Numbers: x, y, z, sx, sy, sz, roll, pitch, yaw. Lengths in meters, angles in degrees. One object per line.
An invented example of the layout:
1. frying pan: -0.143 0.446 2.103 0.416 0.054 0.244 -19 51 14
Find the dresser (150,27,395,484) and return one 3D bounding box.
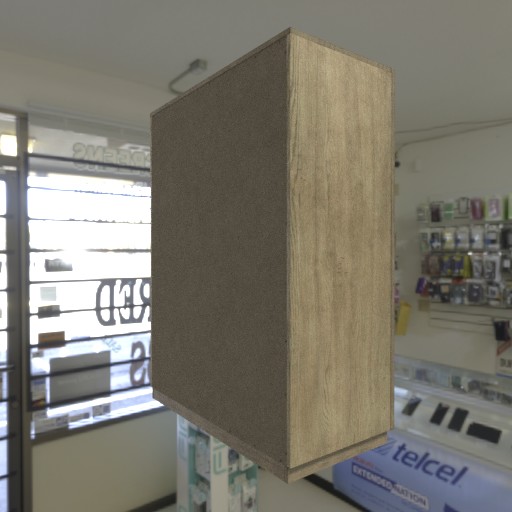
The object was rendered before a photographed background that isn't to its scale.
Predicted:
1. dresser: 0.000 0.000 1.780 0.483 1.295 0.967 0 0 -37
